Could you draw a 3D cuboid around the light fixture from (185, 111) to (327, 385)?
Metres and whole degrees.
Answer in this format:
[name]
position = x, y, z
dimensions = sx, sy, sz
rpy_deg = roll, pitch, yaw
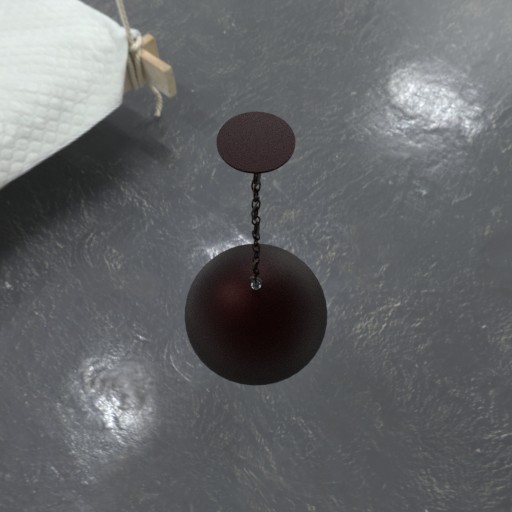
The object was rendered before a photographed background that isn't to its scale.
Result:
[light fixture]
position = 0.000, 0.000, 1.161
dimensions = 0.492, 0.869, 0.492
rpy_deg = 18, 64, 9
